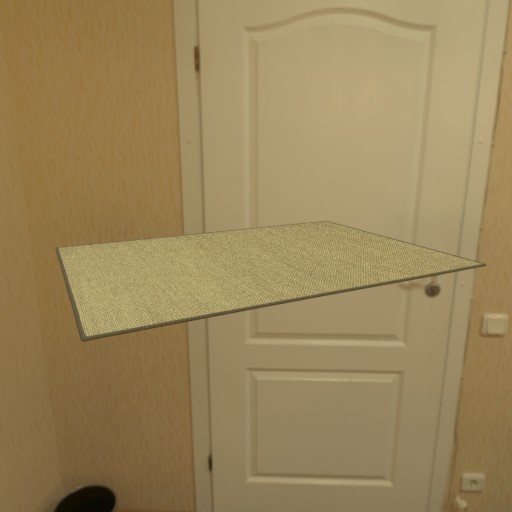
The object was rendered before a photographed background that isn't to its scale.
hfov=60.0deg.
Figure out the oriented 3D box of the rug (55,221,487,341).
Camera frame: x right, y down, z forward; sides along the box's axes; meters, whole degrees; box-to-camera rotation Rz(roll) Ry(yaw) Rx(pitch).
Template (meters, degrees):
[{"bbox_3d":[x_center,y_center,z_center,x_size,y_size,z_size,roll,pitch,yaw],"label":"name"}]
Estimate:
[{"bbox_3d":[0.000,0.000,2.665,2.133,0.012,1.523,-7,17,-26],"label":"rug"}]
